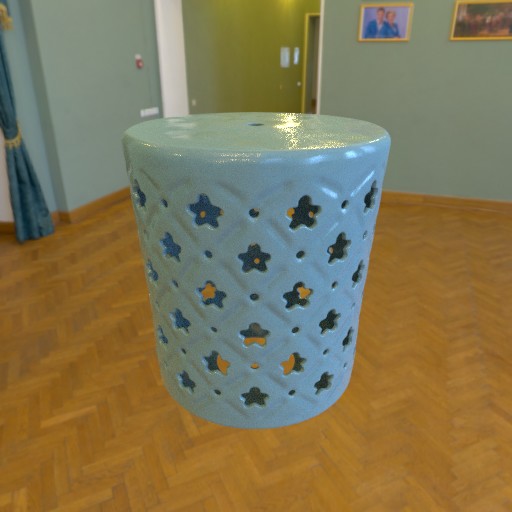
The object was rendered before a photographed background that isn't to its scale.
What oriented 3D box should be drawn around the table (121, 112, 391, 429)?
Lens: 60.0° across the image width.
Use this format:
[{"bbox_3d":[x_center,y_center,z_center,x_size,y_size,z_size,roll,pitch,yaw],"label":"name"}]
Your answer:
[{"bbox_3d":[0.000,0.000,0.672,0.352,0.387,0.352,0,24,0],"label":"table"}]
